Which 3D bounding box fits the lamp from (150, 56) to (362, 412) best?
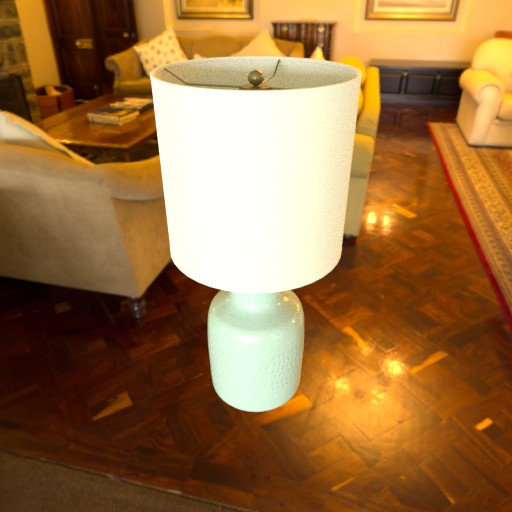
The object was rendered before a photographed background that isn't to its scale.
[{"bbox_3d":[0.000,0.000,1.114,0.418,0.871,0.418,-20,37,-30],"label":"lamp"}]
